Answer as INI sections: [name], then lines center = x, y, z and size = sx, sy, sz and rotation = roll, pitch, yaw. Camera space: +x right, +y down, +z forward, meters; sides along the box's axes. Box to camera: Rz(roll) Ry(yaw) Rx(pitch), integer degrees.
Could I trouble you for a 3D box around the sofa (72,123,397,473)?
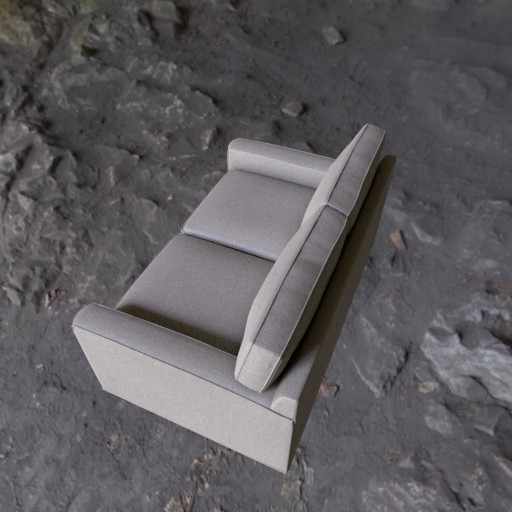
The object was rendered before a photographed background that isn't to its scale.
[sofa]
center = 0.000, 0.000, 2.127
size = 0.940, 0.853, 1.484
rotation = 18, 49, 16
